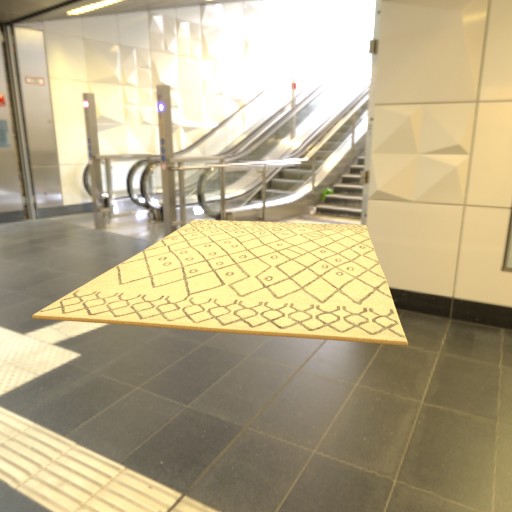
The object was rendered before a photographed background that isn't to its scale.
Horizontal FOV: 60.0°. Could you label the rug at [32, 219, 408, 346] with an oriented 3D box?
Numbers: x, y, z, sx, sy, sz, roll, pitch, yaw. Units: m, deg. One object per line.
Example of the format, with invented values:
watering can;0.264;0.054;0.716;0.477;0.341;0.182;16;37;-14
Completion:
rug;0.000;0.000;2.265;1.222;0.015;1.828;3;15;9
